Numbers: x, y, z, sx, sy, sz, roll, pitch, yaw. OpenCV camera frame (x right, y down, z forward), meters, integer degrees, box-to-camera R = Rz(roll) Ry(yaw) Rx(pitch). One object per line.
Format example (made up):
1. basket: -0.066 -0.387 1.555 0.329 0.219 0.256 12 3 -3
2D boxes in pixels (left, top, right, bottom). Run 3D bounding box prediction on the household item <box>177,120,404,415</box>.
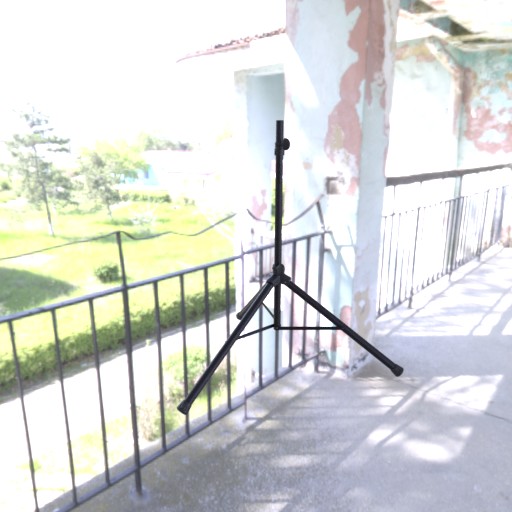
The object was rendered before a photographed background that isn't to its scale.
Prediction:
1. household item: 0.000 0.000 1.926 1.045 1.136 0.907 13 20 41
